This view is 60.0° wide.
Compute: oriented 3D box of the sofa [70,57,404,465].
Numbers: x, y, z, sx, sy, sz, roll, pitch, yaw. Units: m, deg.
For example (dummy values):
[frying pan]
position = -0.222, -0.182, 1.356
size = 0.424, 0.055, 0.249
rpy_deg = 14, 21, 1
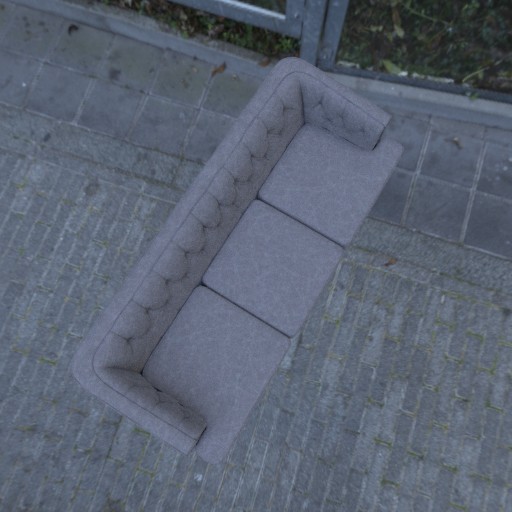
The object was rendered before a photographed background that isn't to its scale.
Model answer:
[sofa]
position = 0.000, 0.000, 2.710
size = 0.917, 0.806, 2.247
rpy_deg = 31, 77, 8
